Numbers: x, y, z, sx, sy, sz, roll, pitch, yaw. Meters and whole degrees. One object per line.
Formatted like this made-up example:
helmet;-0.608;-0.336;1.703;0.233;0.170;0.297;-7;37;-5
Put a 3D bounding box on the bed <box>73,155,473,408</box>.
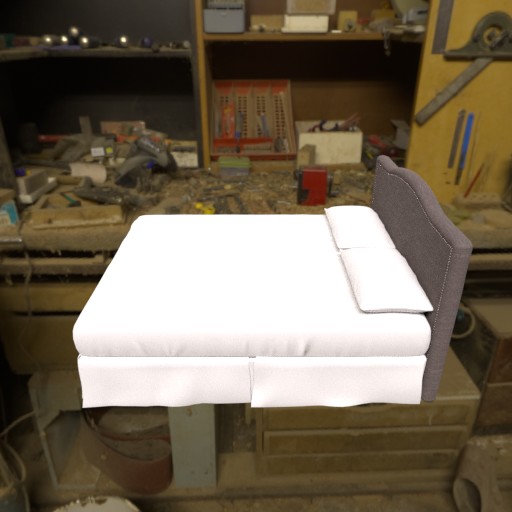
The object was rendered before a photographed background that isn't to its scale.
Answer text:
bed;0.000;0.000;3.922;2.689;1.457;2.161;0;28;0
